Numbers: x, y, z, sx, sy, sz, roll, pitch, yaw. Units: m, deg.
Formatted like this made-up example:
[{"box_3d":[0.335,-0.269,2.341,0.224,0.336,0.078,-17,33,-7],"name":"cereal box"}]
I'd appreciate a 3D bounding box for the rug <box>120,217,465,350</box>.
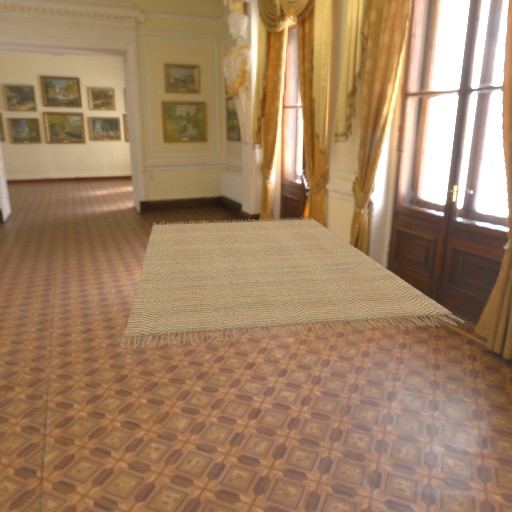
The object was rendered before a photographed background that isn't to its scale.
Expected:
[{"box_3d":[0.000,0.000,2.468,1.224,0.027,2.021,-3,16,-9],"name":"rug"}]
